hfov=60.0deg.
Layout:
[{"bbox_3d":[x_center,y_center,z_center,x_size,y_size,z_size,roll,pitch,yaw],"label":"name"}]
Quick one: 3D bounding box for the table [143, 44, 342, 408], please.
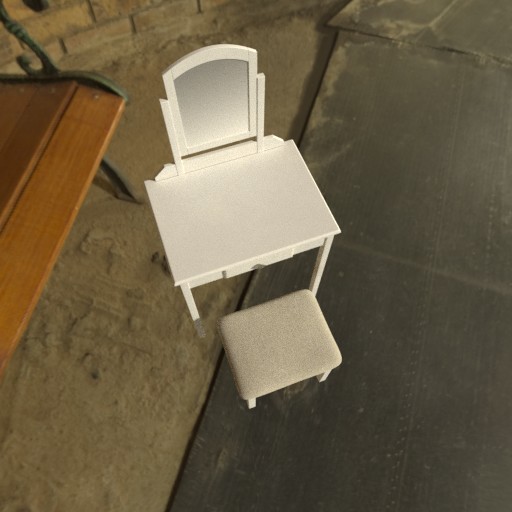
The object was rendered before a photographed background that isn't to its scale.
[{"bbox_3d":[0.000,0.000,2.289,0.876,1.631,1.211,-18,64,-9],"label":"table"}]
